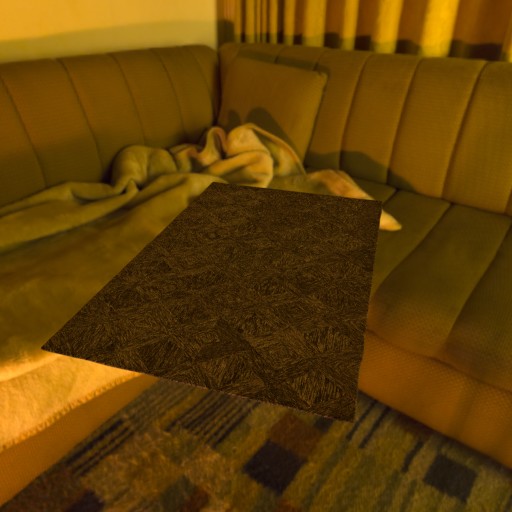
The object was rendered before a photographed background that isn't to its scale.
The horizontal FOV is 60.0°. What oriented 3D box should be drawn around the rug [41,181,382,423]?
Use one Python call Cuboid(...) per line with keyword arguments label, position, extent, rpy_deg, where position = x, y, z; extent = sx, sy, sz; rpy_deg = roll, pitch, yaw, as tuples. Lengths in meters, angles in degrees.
Cuboid(label="rug", position=(0.000, 0.000, 2.287), extent=(1.189, 0.011, 1.808), rpy_deg=(9, 32, 14))
